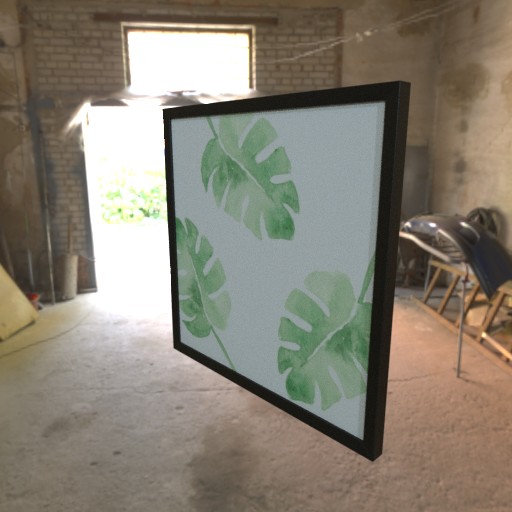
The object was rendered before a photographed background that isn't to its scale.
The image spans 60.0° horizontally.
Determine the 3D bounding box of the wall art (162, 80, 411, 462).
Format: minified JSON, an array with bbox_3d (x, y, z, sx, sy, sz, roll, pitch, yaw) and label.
[{"bbox_3d":[0.000,0.000,1.138,0.038,0.765,0.765,-13,18,-42],"label":"wall art"}]
